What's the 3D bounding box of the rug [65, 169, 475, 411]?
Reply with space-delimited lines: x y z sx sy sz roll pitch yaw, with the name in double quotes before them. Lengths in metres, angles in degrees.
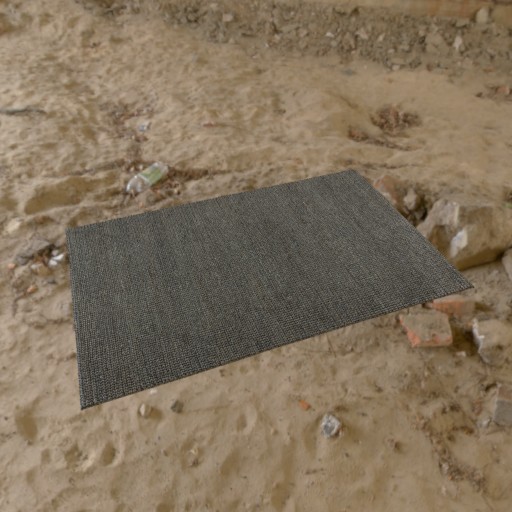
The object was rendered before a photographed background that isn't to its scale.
"rug" 0.000 0.000 3.064 2.443 0.021 1.538 -14 44 -15
